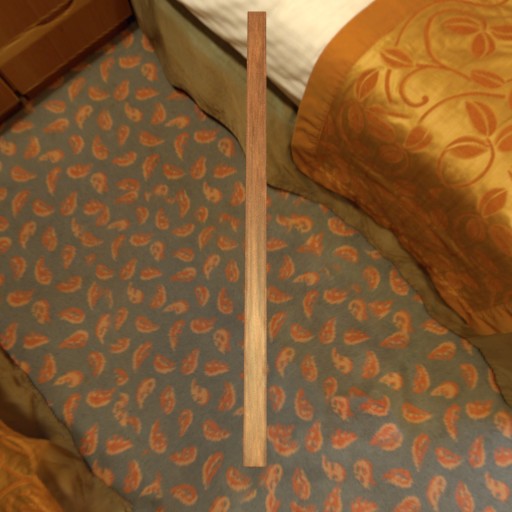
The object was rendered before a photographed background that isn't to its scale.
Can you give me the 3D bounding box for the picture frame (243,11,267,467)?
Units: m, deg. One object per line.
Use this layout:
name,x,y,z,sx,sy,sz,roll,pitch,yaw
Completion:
picture frame,0.000,0.000,0.746,0.025,0.457,0.559,0,76,0
